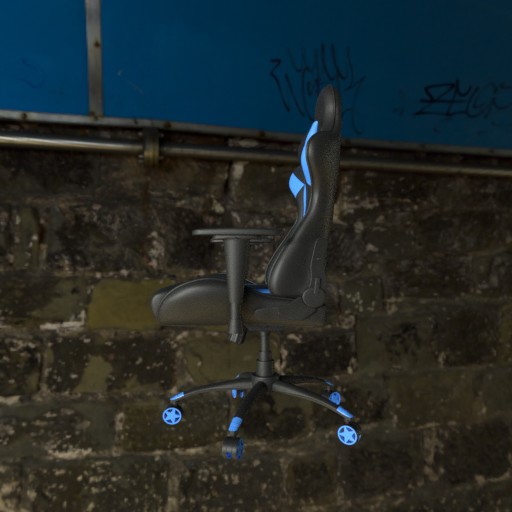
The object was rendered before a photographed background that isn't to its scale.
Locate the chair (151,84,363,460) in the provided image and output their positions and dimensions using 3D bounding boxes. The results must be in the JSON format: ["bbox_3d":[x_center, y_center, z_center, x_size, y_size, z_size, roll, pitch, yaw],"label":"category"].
[{"bbox_3d":[0.000,0.000,1.712,0.730,1.282,0.695,0,0,0],"label":"chair"}]
